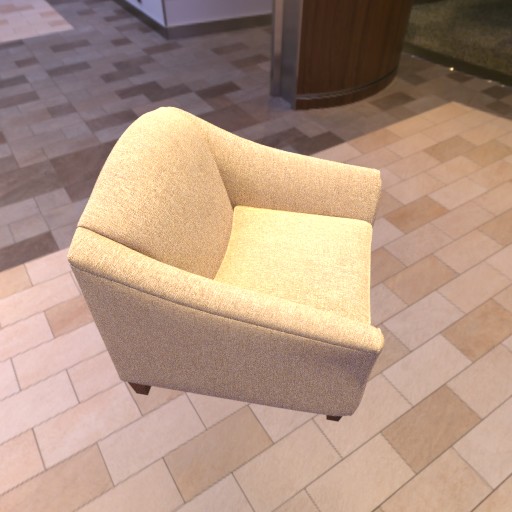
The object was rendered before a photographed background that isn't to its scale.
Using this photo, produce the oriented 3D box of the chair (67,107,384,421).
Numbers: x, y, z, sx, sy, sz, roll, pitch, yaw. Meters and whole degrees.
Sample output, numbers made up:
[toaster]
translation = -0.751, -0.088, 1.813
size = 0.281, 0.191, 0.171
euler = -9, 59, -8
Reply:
[chair]
translation = 0.000, 0.000, 1.460
size = 0.787, 0.839, 0.763
euler = 8, 46, 7
